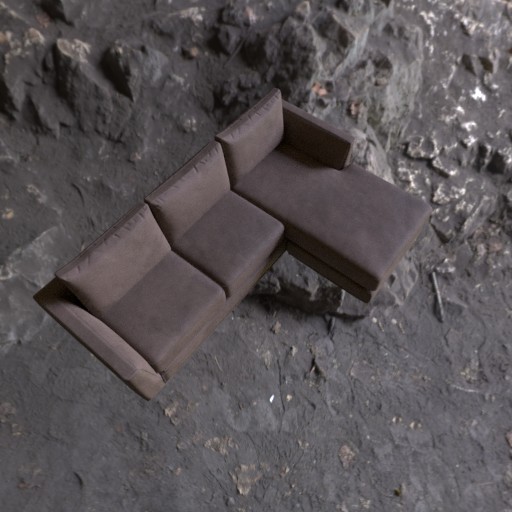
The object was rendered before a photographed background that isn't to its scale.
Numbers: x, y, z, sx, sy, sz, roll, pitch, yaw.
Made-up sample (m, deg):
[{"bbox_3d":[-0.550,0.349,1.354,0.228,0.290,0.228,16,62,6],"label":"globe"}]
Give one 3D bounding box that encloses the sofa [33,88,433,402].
[{"bbox_3d":[0.000,0.000,3.185,1.622,0.987,2.438,34,64,19],"label":"sofa"}]
